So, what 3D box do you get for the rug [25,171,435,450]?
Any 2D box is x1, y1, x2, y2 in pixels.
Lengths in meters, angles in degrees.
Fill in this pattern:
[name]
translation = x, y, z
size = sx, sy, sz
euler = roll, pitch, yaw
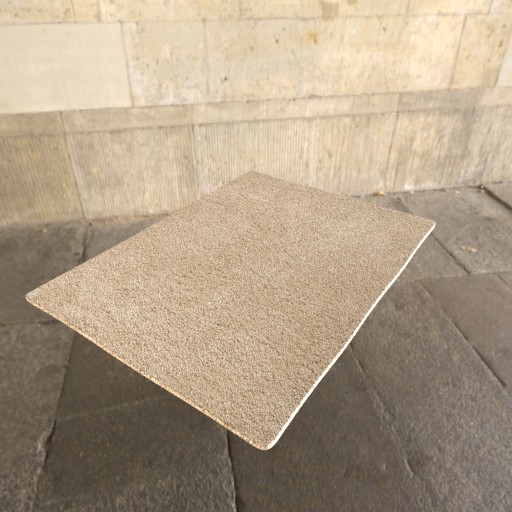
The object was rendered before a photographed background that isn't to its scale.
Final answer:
[rug]
translation = 0.000, 0.000, 2.072
size = 1.199, 0.025, 1.600
euler = 21, 39, 29
